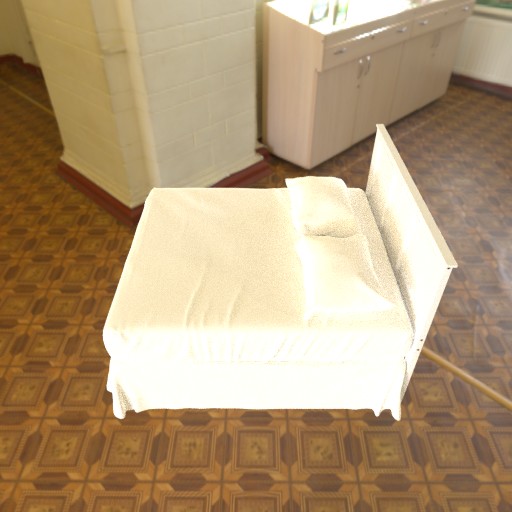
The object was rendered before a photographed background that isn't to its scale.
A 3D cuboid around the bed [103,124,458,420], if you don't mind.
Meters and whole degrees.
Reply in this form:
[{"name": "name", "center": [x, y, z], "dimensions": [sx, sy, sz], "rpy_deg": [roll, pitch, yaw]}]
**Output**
[{"name": "bed", "center": [0.000, 0.000, 3.190], "dimensions": [2.047, 1.269, 1.876], "rpy_deg": [0, 40, 0]}]
